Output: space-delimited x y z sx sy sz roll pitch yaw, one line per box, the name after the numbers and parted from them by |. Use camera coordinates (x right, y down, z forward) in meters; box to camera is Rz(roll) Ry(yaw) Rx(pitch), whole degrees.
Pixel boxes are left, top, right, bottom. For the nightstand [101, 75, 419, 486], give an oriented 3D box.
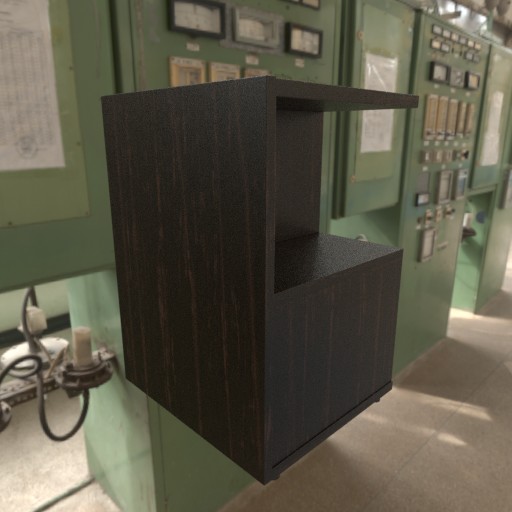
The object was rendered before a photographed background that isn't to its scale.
0.000 0.000 0.816 0.356 0.559 0.400 -15 21 -42 | nightstand
